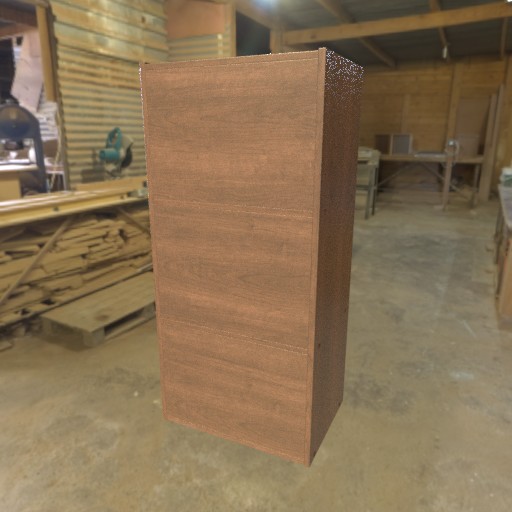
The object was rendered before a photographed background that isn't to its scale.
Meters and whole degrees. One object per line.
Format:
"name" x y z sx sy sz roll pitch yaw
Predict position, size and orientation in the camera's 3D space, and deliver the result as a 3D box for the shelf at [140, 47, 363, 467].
"shelf" 0.000 0.000 1.103 0.414 0.879 0.290 7 17 25
